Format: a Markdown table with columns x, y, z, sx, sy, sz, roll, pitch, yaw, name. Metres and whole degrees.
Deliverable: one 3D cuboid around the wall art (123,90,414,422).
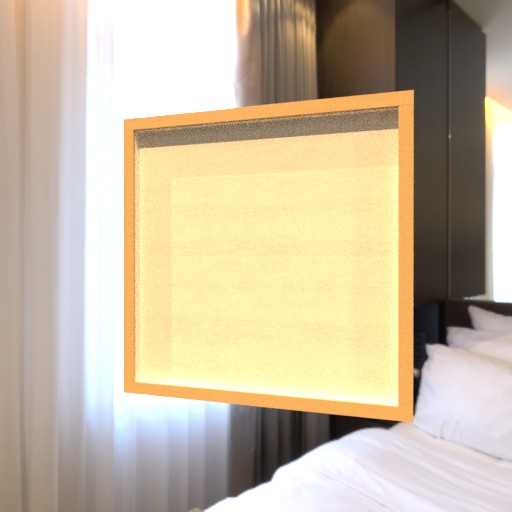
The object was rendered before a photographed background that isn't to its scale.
| x | y | z | sx | sy | sz | roll | pitch | yaw | name |
| --- | --- | --- | --- | --- | --- | --- | --- | --- | --- |
| 0.000 | 0.000 | 1.363 | 0.914 | 0.914 | 0.038 | 0 | 0 | 17 | wall art |
